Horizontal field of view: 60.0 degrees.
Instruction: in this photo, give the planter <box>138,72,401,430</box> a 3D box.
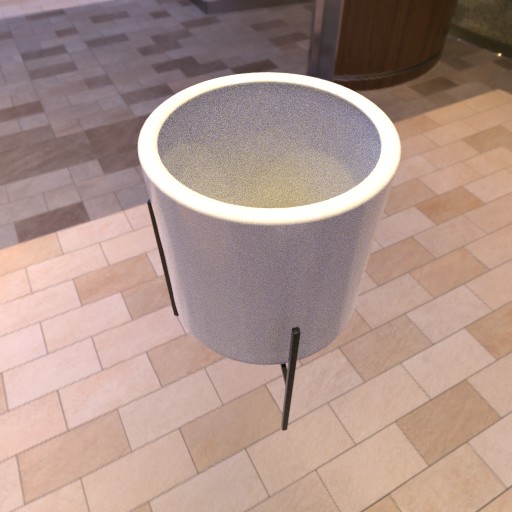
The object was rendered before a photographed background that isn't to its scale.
[{"bbox_3d":[0.000,0.000,0.739,0.361,0.480,0.360,12,49,10],"label":"planter"}]
